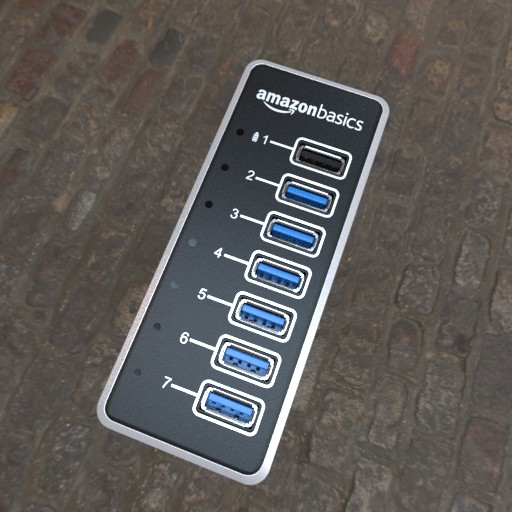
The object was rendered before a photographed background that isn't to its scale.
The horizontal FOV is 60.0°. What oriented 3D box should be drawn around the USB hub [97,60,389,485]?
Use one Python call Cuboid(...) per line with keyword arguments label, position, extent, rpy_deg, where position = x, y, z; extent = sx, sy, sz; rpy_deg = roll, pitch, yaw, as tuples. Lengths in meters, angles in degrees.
Cuboid(label="USB hub", position=(0.000, 0.000, 0.128), extent=(0.044, 0.023, 0.110), rpy_deg=(20, 76, 5))
